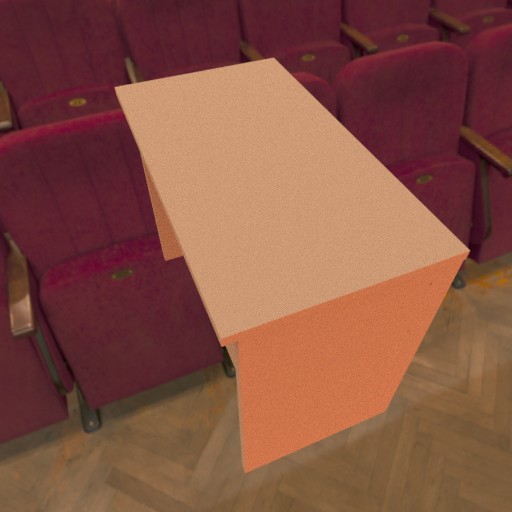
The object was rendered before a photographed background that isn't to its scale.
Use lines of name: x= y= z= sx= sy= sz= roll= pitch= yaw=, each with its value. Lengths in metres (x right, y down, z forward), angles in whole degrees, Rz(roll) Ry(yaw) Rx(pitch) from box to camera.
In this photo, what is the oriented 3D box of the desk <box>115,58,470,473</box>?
desk: x=0.000 y=0.000 z=1.318 sx=0.498 sy=0.729 sz=0.900 roll=-17 pitch=50 yaw=-15
